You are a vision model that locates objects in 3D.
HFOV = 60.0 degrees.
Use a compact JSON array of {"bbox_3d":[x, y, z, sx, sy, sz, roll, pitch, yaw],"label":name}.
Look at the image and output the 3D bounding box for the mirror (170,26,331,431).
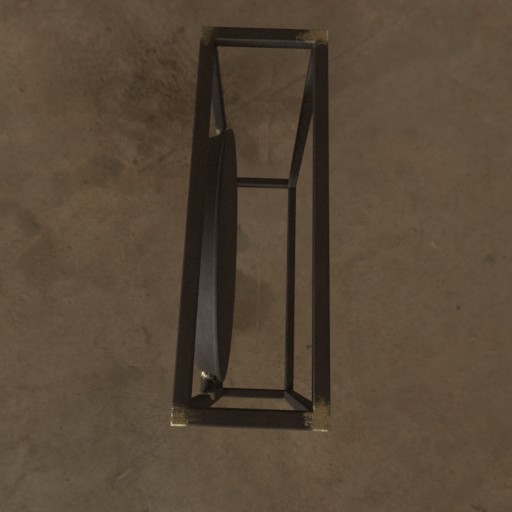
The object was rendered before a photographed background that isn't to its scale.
[{"bbox_3d":[0.000,0.000,0.470,0.107,0.303,0.306,2,76,0],"label":"mirror"}]
